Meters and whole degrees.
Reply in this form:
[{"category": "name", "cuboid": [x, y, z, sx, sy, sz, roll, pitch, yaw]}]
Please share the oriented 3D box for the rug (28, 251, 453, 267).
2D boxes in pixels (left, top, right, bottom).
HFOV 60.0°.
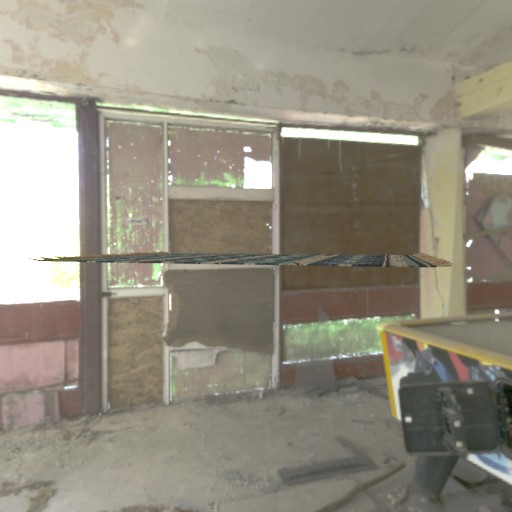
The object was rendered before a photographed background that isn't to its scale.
[{"category": "rug", "cuboid": [0.000, 0.000, 4.398, 3.307, 0.047, 2.418, 1, 2, 16]}]
